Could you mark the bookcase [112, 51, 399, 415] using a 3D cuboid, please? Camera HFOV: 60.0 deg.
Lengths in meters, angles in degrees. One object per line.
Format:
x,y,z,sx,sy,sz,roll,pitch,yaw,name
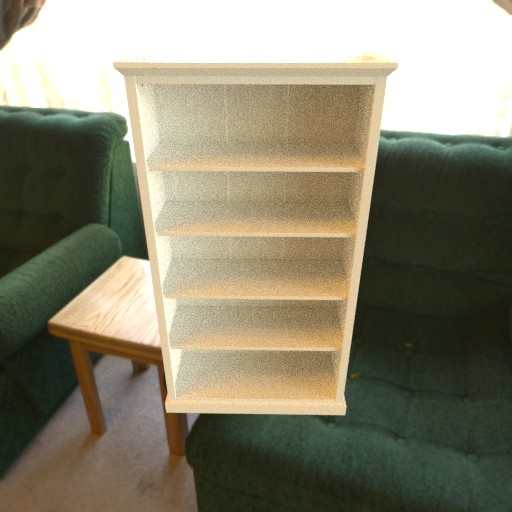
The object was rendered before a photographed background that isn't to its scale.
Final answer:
0.000,0.000,2.277,1.050,1.880,0.432,1,30,1,bookcase
